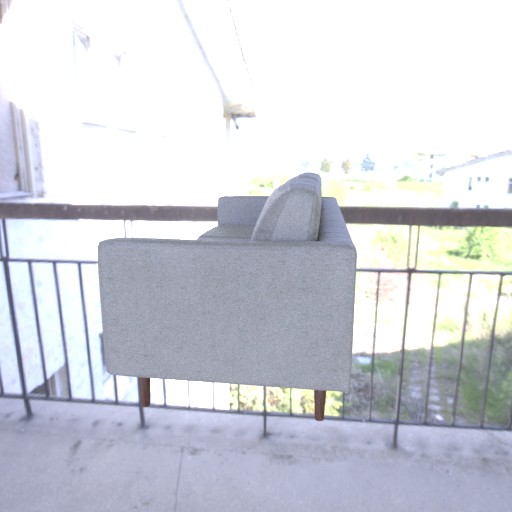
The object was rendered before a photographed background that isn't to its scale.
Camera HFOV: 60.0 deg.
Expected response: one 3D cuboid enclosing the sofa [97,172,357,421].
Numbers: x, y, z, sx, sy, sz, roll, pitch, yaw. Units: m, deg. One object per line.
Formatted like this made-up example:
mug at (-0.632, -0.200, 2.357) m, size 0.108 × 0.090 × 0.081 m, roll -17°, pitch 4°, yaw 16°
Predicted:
sofa at (0.000, 0.000, 2.499) m, size 0.944 × 0.918 × 1.983 m, roll 2°, pitch 12°, yaw 8°
